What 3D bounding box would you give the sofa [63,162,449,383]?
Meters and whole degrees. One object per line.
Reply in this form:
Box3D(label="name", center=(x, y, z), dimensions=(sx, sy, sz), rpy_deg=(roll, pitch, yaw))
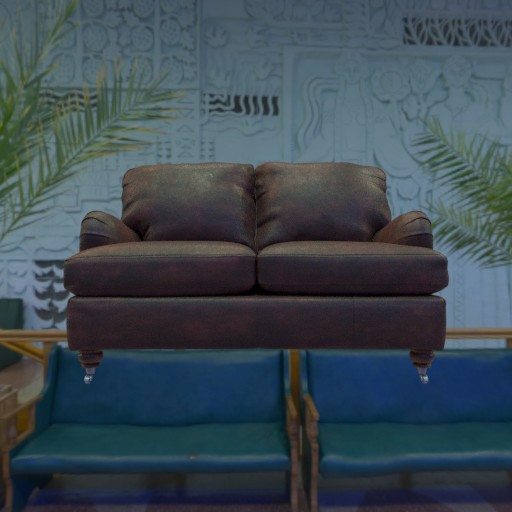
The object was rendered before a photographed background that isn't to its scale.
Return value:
Box3D(label="sofa", center=(0.000, 0.000, 2.364), dimensions=(1.628, 1.070, 1.148), rpy_deg=(0, 0, 0))
